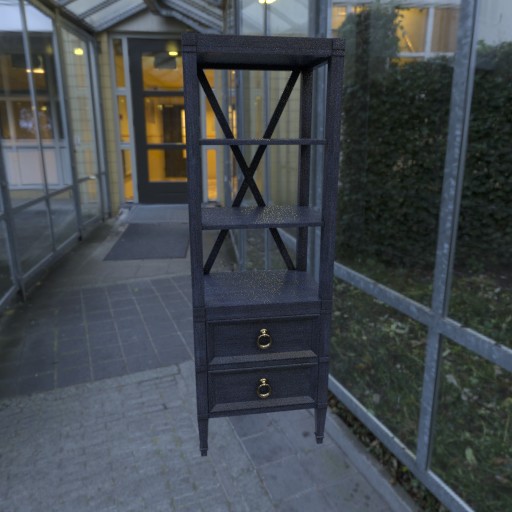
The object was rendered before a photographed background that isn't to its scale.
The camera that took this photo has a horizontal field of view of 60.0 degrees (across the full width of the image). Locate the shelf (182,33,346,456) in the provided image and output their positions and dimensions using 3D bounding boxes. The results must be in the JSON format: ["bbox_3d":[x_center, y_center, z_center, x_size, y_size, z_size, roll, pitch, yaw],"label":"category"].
[{"bbox_3d":[0.000,0.000,2.000,0.584,1.727,0.472,-2,16,-9],"label":"shelf"}]
